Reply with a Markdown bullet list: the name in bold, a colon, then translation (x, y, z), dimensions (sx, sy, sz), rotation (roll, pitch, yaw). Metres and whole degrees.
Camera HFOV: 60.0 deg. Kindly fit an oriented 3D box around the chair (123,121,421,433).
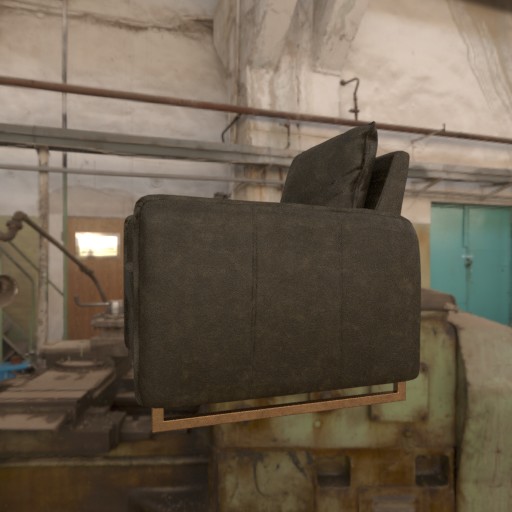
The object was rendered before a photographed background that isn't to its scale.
- **chair**: translation (0.000, 0.000, 1.628), dimensions (0.921, 0.921, 0.830), rotation (0, 1, -19)
